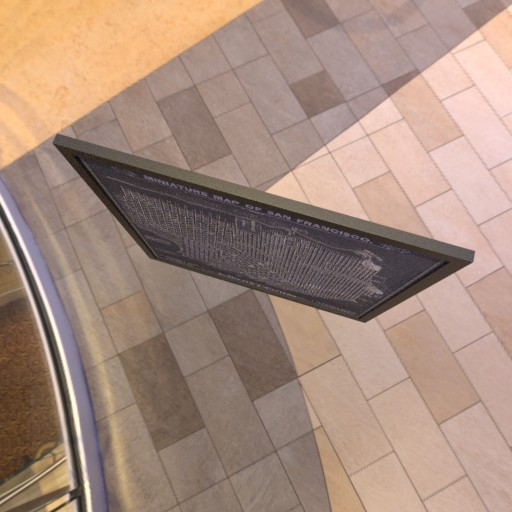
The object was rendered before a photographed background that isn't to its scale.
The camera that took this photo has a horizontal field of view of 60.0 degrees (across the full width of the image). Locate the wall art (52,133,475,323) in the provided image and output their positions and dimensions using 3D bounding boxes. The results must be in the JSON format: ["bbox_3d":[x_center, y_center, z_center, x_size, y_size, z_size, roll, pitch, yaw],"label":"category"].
[{"bbox_3d":[0.000,0.000,1.204,0.807,0.807,0.022,16,75,5],"label":"wall art"}]
